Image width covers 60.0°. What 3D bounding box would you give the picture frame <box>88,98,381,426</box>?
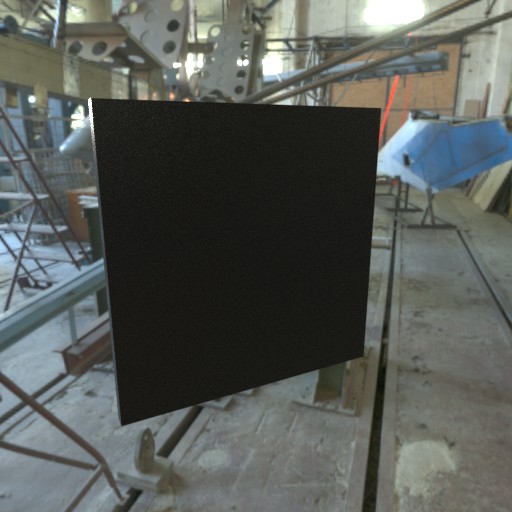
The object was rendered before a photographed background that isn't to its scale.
[{"bbox_3d":[0.000,0.000,0.858,0.559,0.557,0.029,-8,17,-27],"label":"picture frame"}]
